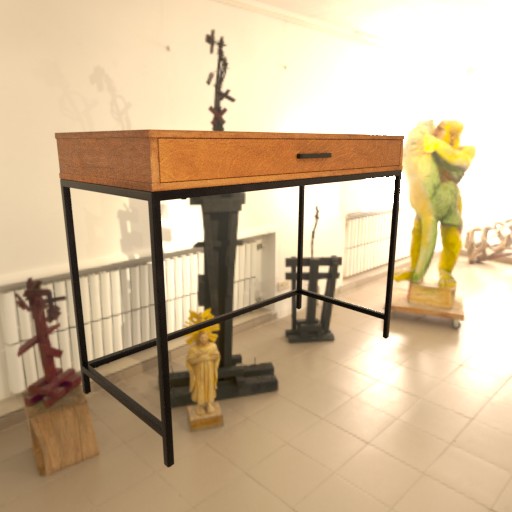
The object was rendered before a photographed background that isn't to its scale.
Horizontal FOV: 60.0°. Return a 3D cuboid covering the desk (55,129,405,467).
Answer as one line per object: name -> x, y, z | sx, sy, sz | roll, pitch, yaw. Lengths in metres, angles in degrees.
desk -> 0.000, 0.000, 1.437 | 1.016, 0.762, 0.470 | -14, 20, -43
